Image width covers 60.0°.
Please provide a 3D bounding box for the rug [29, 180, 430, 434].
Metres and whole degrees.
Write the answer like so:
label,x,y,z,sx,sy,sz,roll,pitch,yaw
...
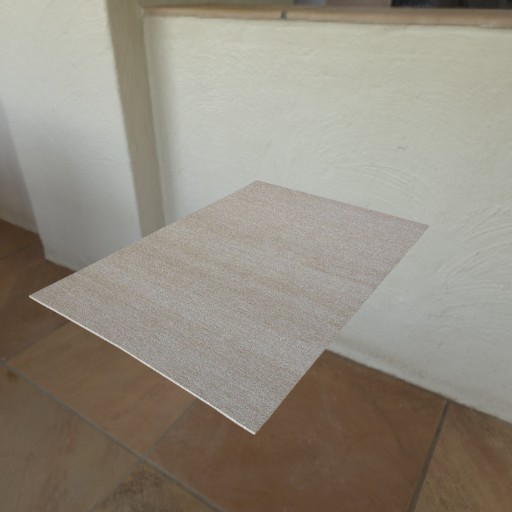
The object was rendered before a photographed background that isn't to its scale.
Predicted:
label,x,y,z,sx,sy,sz,roll,pitch,yaw
rug,0.000,0.000,3.729,2.032,0.038,2.869,20,36,30
